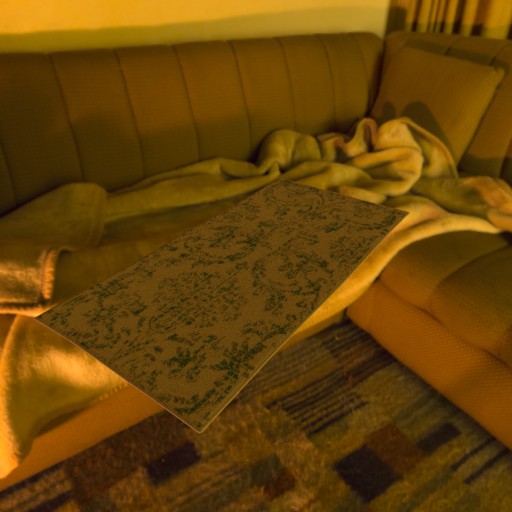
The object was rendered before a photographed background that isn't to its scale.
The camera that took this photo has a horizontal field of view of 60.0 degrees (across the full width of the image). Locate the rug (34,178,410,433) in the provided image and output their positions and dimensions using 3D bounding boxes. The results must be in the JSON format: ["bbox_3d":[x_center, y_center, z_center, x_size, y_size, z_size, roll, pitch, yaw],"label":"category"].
[{"bbox_3d":[0.000,0.000,1.460,0.605,0.007,1.220,21,38,30],"label":"rug"}]
